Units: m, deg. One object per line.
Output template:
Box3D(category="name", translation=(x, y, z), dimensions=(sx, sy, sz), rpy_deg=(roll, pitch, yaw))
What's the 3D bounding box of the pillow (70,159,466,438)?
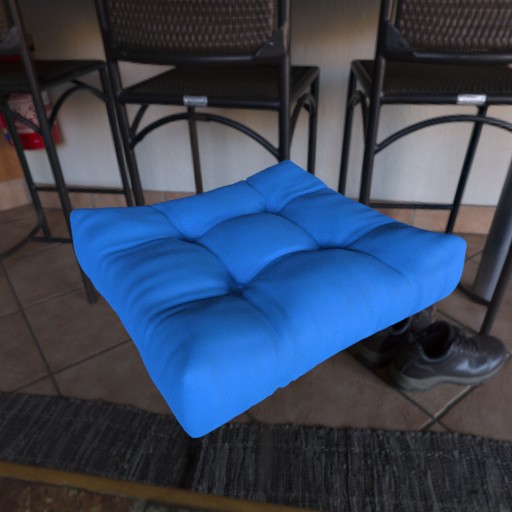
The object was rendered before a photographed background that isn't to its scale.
Box3D(category="pillow", translation=(0.000, 0.000, 0.734), dimensions=(0.490, 0.128, 0.468), rpy_deg=(-20, 37, -28))
